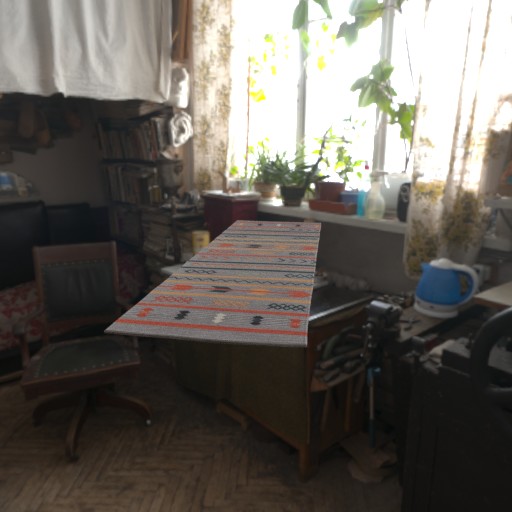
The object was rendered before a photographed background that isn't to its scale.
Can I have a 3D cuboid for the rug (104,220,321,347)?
[{"bbox_3d":[0.000,0.000,2.713,0.744,0.022,2.419,2,15,9],"label":"rug"}]
